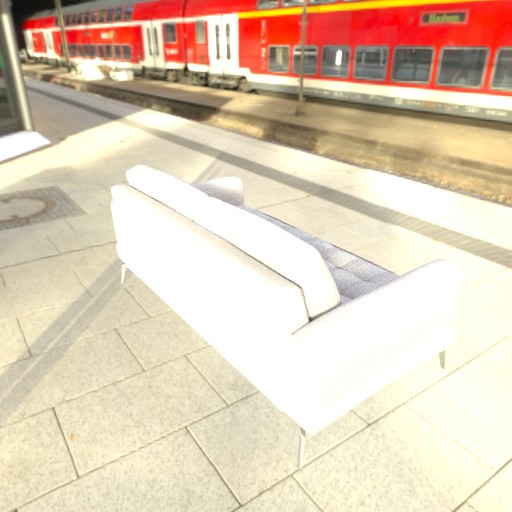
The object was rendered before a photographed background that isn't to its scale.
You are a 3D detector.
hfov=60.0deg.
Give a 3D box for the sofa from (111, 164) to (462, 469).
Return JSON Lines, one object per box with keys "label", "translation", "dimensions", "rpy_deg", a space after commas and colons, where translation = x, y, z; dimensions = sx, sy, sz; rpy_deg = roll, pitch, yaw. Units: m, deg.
{"label": "sofa", "translation": [0.000, 0.000, 2.763], "dimensions": [1.121, 0.930, 2.177], "rpy_deg": [-18, 31, -33]}
